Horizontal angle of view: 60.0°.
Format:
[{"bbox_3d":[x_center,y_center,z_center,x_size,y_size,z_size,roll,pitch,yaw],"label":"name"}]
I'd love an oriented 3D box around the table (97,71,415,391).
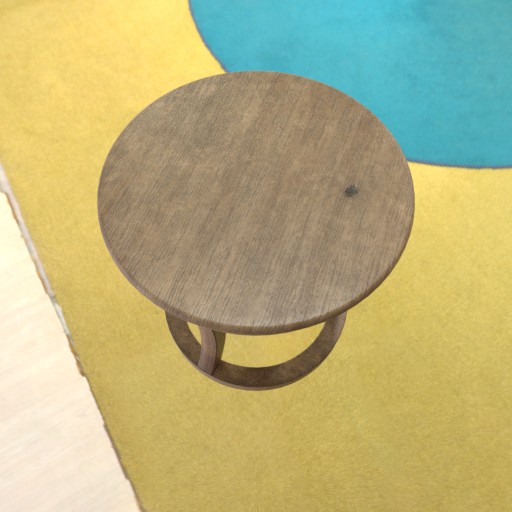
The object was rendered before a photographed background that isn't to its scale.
[{"bbox_3d":[0.000,0.000,0.808,0.432,0.460,0.432,0,63,0],"label":"table"}]
